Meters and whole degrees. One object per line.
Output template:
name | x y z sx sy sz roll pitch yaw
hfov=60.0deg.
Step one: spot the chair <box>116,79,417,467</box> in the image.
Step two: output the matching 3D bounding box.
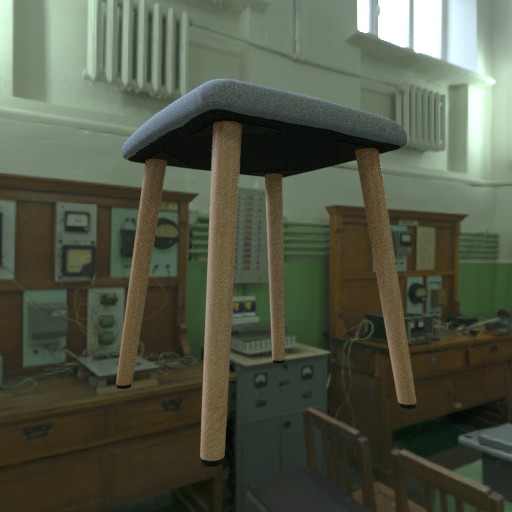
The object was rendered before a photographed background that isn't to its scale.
chair | 0.000 0.000 0.697 0.350 0.440 0.350 0 0 -33
